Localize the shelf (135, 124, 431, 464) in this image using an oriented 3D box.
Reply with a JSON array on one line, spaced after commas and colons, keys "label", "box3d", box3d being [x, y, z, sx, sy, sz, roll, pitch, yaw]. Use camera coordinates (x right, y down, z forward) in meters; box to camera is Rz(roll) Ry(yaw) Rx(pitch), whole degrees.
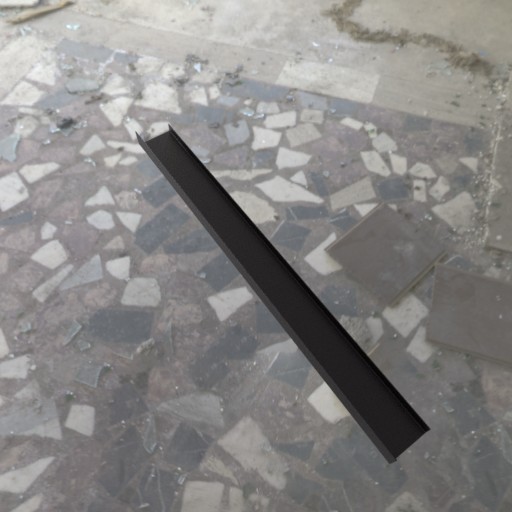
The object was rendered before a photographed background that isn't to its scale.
[{"label": "shelf", "box3d": [0.000, 0.000, 0.950, 0.092, 0.049, 0.924, -31, 64, -17]}]
